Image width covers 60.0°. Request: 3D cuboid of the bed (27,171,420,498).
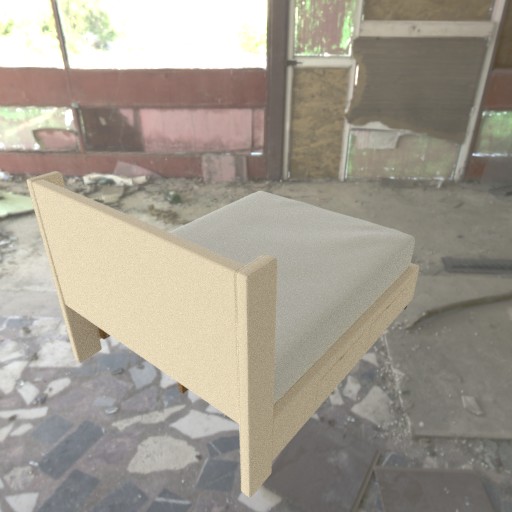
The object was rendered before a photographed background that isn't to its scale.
[{"bbox_3d":[0.000,0.000,3.345,1.765,1.471,2.280,22,37,33],"label":"bed"}]
